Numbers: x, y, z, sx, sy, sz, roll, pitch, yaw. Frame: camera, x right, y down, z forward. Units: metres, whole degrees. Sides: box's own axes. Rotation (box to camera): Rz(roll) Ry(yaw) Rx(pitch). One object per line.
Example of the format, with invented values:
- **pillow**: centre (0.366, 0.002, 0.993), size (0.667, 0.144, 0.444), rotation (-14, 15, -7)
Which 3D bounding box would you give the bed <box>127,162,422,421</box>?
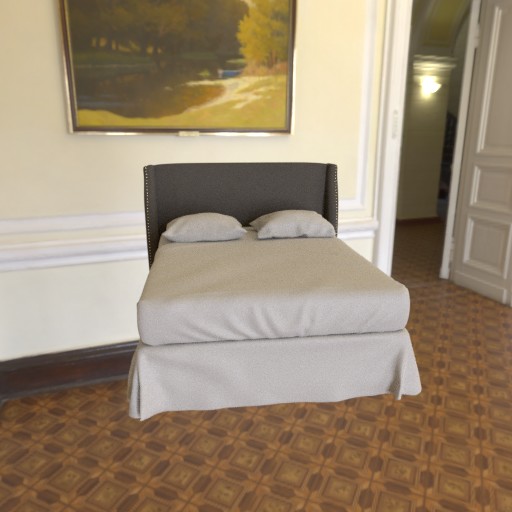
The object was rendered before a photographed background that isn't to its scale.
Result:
- **bed**: centre (0.000, 0.000, 3.544), size (1.925, 1.332, 2.276), rotation (-2, 16, -7)
